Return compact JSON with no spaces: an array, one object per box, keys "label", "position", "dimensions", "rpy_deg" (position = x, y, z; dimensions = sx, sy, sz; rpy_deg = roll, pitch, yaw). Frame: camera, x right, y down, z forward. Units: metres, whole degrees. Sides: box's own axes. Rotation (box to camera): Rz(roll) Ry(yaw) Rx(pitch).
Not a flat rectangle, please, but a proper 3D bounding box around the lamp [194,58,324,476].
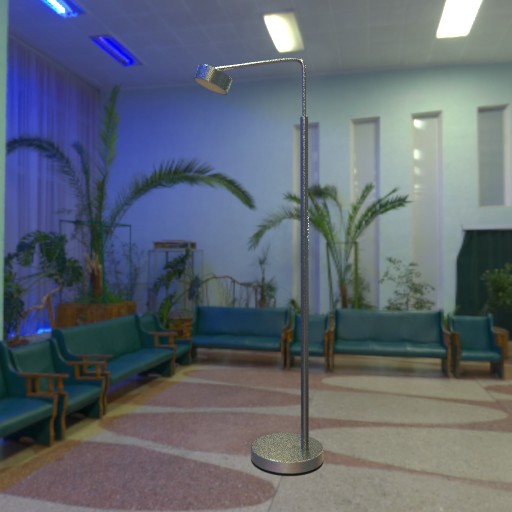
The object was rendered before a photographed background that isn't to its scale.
[{"label":"lamp","position":[0.000,0.000,1.404],"dimensions":[0.421,1.250,0.222],"rpy_deg":[0,-1,17]}]
